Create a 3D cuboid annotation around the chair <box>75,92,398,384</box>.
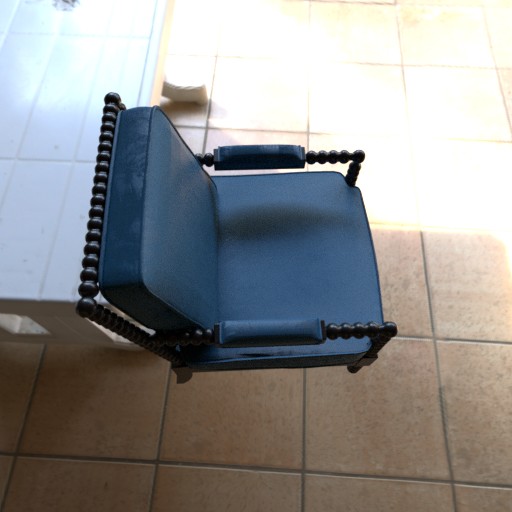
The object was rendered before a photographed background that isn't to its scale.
[{"bbox_3d":[0.000,0.000,1.449,0.805,0.857,0.688,-2,64,-1],"label":"chair"}]
